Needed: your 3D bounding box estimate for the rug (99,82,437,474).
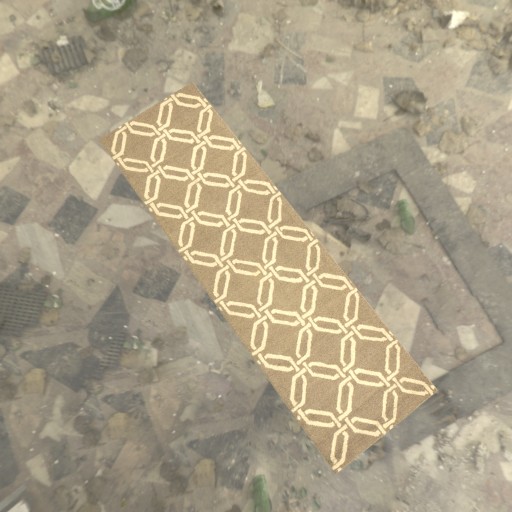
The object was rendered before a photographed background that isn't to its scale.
[{"bbox_3d":[0.000,0.000,2.478,0.678,0.014,2.276,-35,78,-8],"label":"rug"}]
